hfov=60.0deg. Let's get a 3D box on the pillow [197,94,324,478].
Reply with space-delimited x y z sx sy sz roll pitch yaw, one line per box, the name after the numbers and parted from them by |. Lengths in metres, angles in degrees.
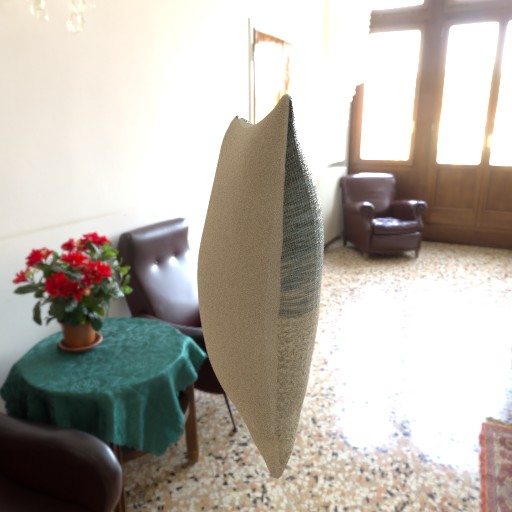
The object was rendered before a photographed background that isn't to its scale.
0.000 0.000 0.683 0.182 0.441 0.440 -2 16 -9 | pillow
